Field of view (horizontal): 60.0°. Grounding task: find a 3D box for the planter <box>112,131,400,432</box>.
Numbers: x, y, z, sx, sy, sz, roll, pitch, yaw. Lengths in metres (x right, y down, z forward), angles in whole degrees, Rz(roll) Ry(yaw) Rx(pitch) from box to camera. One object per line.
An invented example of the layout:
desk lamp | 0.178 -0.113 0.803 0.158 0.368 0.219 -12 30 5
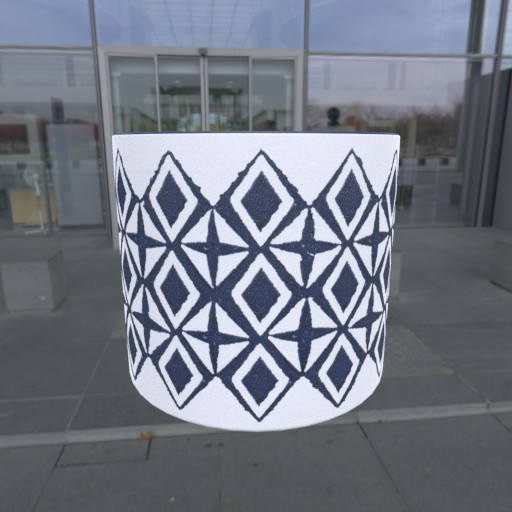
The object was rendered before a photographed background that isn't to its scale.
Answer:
planter | 0.000 0.000 0.384 0.224 0.203 0.224 0 14 0
